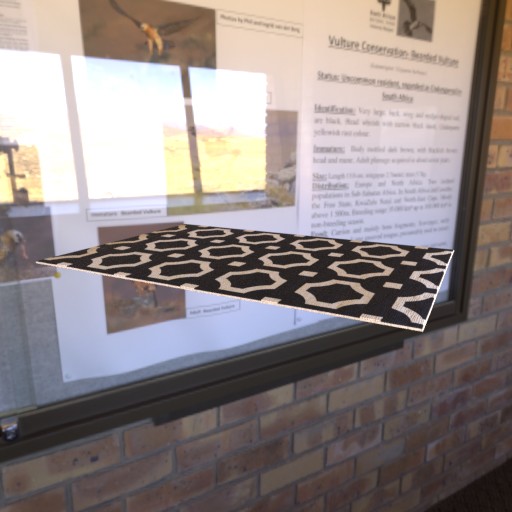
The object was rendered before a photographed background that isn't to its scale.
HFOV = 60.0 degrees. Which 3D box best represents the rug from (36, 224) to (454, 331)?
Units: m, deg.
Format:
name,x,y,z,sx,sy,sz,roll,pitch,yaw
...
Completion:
name,x,y,z,sx,sy,sz,roll,pitch,yaw
rug,0.000,0.000,2.917,2.286,0.016,1.555,7,15,27
